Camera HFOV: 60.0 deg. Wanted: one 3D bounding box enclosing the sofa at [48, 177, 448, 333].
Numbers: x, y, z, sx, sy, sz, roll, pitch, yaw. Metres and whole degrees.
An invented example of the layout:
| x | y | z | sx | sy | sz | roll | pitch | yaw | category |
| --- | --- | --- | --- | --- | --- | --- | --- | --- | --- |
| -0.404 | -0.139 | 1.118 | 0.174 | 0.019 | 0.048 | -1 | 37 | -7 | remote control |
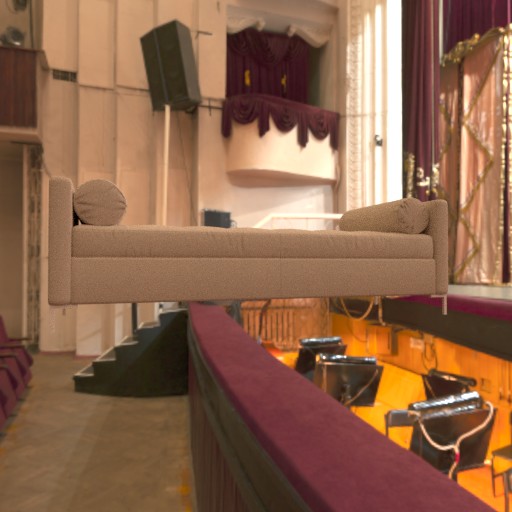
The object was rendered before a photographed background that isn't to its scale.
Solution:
| x | y | z | sx | sy | sz | roll | pitch | yaw | category |
| --- | --- | --- | --- | --- | --- | --- | --- | --- | --- |
| 0.000 | 0.000 | 2.396 | 1.981 | 0.635 | 0.686 | 0 | -1 | -19 | sofa |
